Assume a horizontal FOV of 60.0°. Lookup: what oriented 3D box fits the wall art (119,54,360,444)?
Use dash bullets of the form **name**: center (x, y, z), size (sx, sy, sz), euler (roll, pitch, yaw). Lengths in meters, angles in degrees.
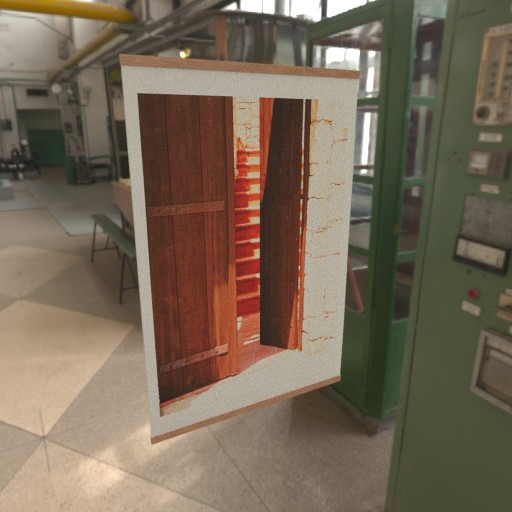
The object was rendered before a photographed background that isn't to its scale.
- **wall art**: center (0.000, 0.000, 1.901), size (1.019, 1.527, 0.019), euler (-9, 19, -27)
